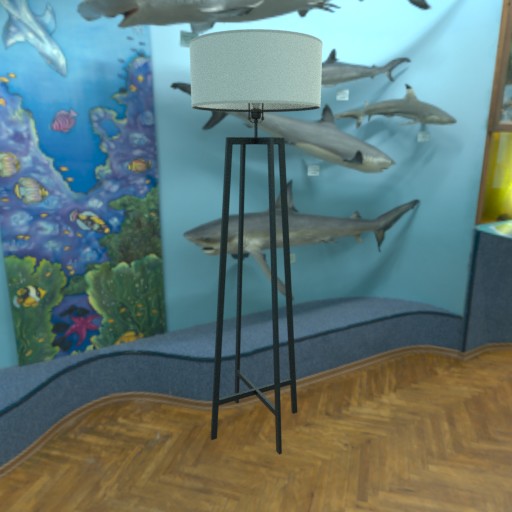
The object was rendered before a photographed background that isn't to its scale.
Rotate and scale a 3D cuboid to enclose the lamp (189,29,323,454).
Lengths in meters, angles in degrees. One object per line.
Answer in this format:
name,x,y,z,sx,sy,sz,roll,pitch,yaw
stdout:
lamp,0.000,0.000,1.727,0.457,1.510,0.456,-7,16,-27
